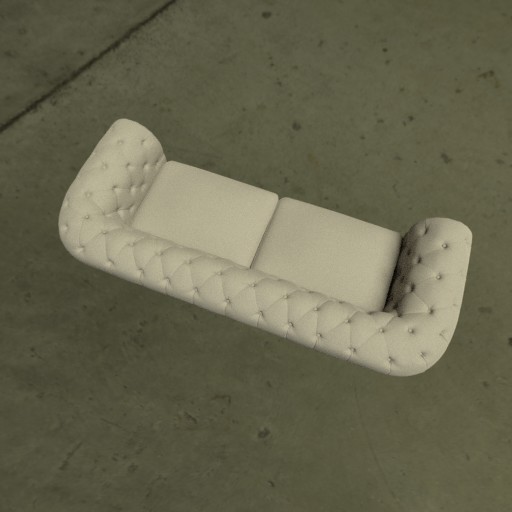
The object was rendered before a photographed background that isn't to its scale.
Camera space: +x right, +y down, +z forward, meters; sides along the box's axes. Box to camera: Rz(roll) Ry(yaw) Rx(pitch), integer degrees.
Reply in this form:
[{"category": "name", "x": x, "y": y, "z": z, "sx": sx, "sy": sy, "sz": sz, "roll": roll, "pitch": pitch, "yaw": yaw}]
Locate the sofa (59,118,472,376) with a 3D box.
[{"category": "sofa", "x": 0.000, "y": 0.000, "z": 2.840, "sx": 2.411, "sy": 0.749, "sz": 0.991, "roll": 19, "pitch": 67, "yaw": 9}]
